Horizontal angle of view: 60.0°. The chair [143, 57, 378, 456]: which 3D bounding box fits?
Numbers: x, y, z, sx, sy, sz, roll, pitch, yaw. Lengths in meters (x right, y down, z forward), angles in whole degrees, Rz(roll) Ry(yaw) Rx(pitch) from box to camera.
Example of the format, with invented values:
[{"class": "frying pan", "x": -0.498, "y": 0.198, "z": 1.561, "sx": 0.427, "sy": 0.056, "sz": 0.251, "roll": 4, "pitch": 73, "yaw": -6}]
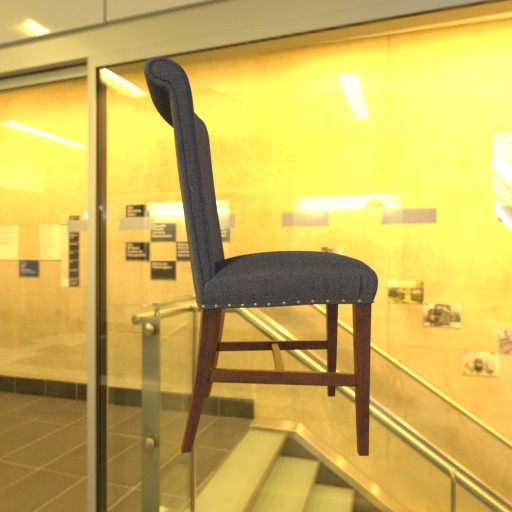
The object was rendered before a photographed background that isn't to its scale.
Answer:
[{"class": "chair", "x": 0.000, "y": 0.000, "z": 1.336, "sx": 0.608, "sy": 0.988, "sz": 0.513, "roll": 0, "pitch": 0, "yaw": 0}]
